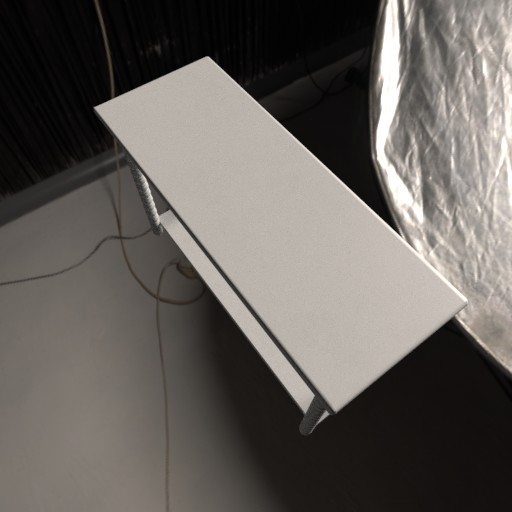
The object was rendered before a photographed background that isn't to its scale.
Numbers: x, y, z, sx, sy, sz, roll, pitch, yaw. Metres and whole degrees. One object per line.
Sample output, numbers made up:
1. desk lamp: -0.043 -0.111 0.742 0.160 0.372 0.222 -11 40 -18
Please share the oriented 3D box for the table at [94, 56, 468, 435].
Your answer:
1. table: 0.000 0.000 1.586 0.459 0.740 1.184 -32 65 -17
